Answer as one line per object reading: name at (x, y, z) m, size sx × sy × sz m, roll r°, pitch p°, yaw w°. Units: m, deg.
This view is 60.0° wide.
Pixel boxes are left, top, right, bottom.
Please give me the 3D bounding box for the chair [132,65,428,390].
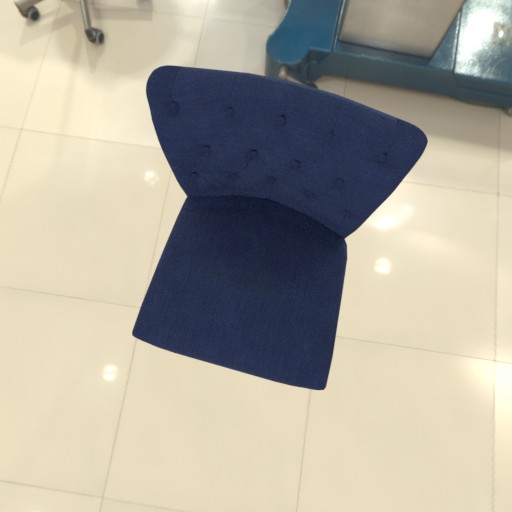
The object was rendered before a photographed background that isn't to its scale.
chair at (0.000, 0.000, 1.196) m, size 0.585 × 0.753 × 0.606 m, roll 15°, pitch 76°, yaw 4°
